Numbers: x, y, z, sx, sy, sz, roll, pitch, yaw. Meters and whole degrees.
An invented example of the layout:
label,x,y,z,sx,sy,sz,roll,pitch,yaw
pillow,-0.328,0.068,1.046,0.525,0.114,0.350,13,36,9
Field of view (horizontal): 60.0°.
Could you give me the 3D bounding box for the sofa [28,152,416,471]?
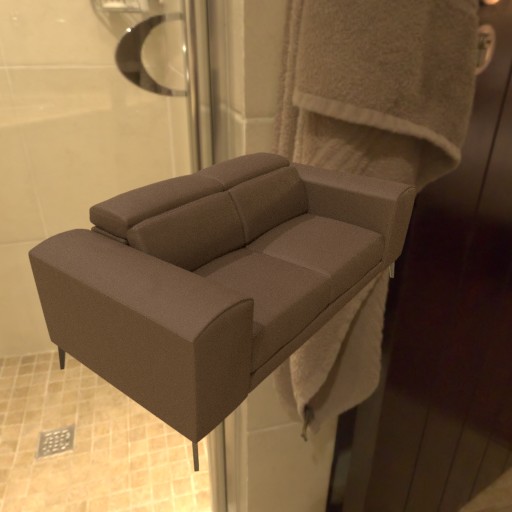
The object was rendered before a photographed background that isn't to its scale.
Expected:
label,x,y,z,sx,sy,sz,roll,pitch,yaw
sofa,0.000,0.000,2.347,1.003,0.779,1.895,19,33,33
